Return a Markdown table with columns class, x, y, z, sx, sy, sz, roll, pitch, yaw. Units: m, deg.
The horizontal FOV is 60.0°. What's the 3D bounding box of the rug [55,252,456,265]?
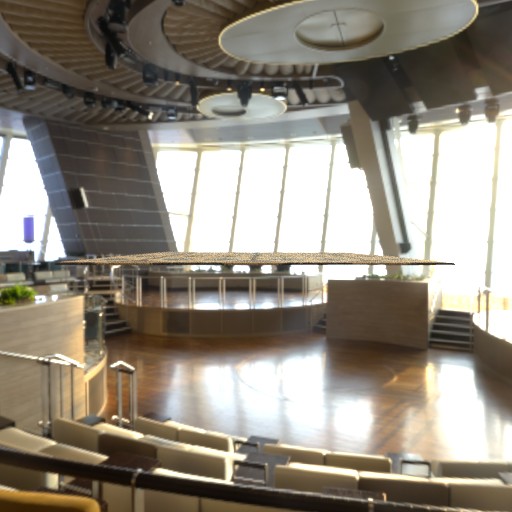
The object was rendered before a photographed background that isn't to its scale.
| class | x | y | z | sx | sy | sz | roll | pitch | yaw |
| --- | --- | --- | --- | --- | --- | --- | --- | --- | --- |
| rug | 0.000 | 0.000 | 2.967 | 1.676 | 0.013 | 2.261 | 0 | 2 | 1 |
